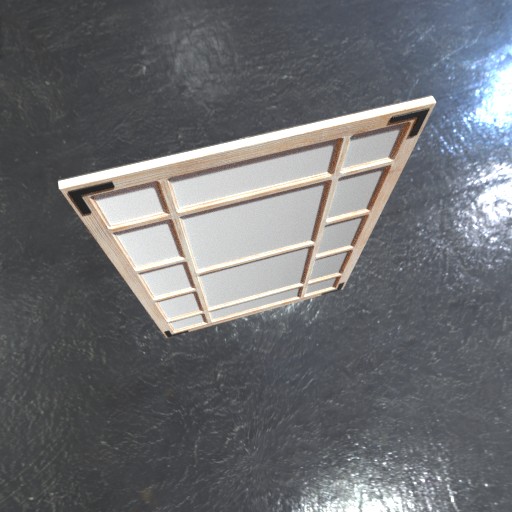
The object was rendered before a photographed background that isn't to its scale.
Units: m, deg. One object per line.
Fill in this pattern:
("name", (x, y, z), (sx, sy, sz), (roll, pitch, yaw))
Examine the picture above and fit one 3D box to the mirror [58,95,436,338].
("mirror", (0.000, 0.000, 1.251), (0.705, 0.996, 0.025), (-15, 66, -7))
